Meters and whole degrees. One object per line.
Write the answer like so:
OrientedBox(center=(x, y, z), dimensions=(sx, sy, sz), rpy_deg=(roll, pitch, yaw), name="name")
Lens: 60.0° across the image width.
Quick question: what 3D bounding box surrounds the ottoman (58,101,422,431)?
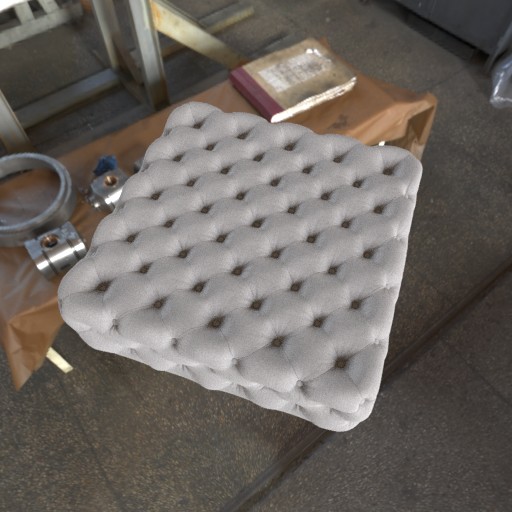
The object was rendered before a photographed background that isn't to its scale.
OrientedBox(center=(0.000, 0.000, 1.236), dimensions=(0.758, 0.365, 0.764), rpy_deg=(16, 60, 10), name="ottoman")
